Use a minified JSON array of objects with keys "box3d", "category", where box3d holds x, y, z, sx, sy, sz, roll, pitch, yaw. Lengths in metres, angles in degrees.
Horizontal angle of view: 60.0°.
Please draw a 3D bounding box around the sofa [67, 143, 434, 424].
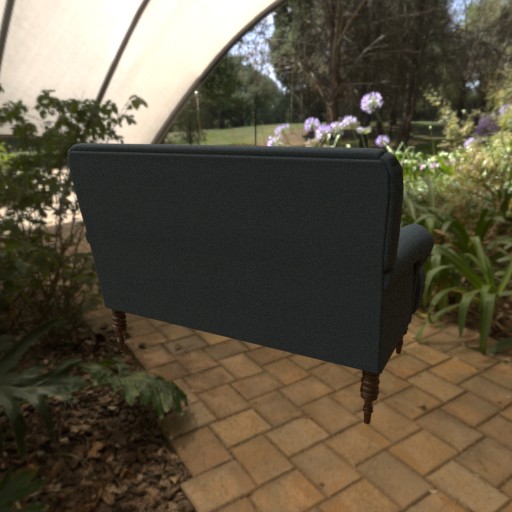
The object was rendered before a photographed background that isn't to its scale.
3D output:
[{"box3d":[0.000,0.000,1.790,1.297,0.889,0.779,8,18,27],"category":"sofa"}]
